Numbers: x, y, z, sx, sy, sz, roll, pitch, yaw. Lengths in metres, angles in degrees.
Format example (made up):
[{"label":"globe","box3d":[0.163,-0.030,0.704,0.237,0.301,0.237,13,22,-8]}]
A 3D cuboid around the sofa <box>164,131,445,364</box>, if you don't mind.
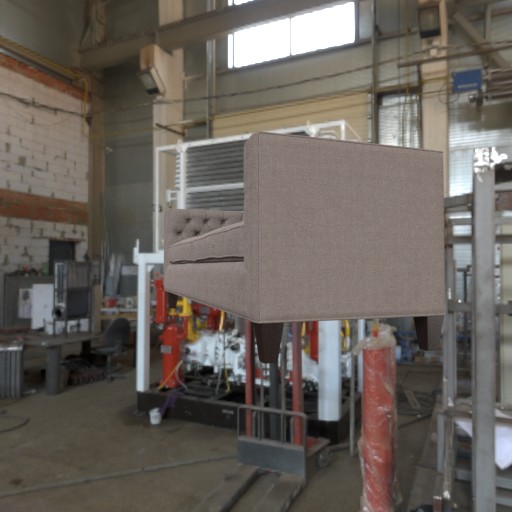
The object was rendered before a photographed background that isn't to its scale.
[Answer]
[{"label":"sofa","box3d":[0.000,0.000,2.564,0.775,0.762,2.159,1,-2,-19]}]
